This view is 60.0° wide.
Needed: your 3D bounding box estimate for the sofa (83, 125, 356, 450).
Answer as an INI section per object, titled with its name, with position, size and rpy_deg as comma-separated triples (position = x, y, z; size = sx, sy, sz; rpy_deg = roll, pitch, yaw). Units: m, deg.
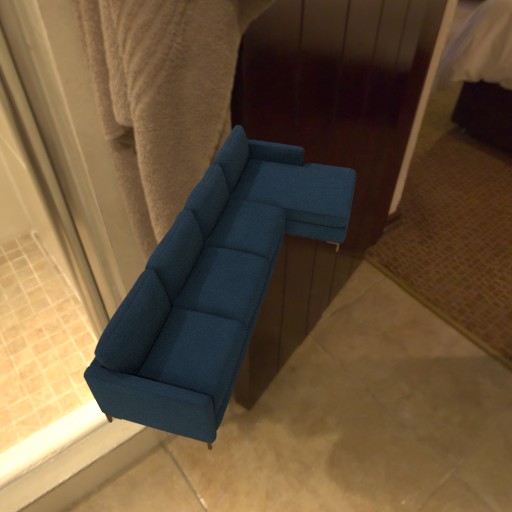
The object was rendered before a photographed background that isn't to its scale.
[sofa]
position = 0.000, 0.000, 3.608
size = 1.350, 0.810, 2.932
rpy_deg = 11, 45, 11
